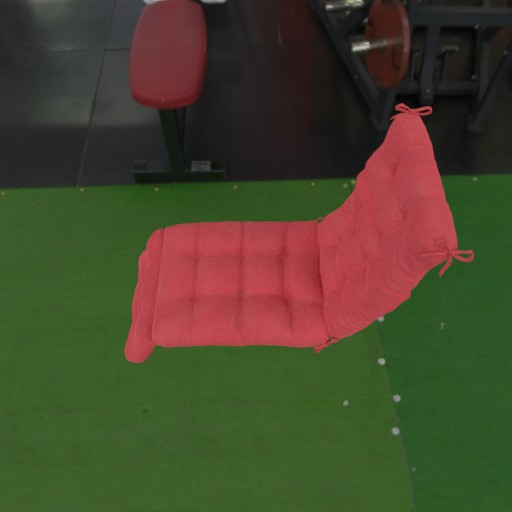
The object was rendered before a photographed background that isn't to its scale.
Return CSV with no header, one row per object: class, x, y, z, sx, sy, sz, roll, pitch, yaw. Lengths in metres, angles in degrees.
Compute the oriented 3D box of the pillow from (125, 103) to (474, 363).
pillow,0.000,0.000,1.492,1.016,0.863,0.526,0,59,0
